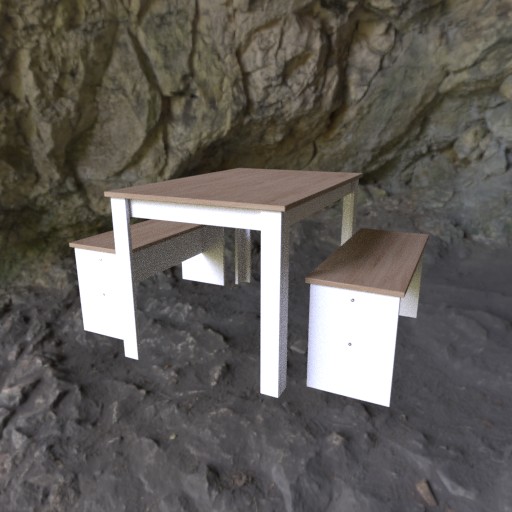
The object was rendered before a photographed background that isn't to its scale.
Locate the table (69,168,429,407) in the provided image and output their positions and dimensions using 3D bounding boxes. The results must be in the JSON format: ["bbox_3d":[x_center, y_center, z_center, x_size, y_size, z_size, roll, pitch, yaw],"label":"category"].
[{"bbox_3d":[0.000,0.000,2.085,1.443,0.700,1.100,8,18,24],"label":"table"}]
